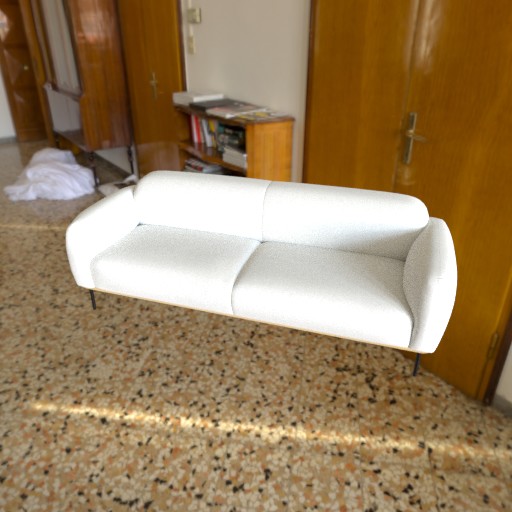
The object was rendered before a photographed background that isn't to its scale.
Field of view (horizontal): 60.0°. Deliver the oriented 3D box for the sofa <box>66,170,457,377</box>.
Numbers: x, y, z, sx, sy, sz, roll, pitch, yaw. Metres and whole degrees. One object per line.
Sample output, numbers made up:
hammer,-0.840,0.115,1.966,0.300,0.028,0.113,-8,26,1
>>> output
sofa,0.000,0.000,2.770,2.257,0.780,0.880,9,28,16
